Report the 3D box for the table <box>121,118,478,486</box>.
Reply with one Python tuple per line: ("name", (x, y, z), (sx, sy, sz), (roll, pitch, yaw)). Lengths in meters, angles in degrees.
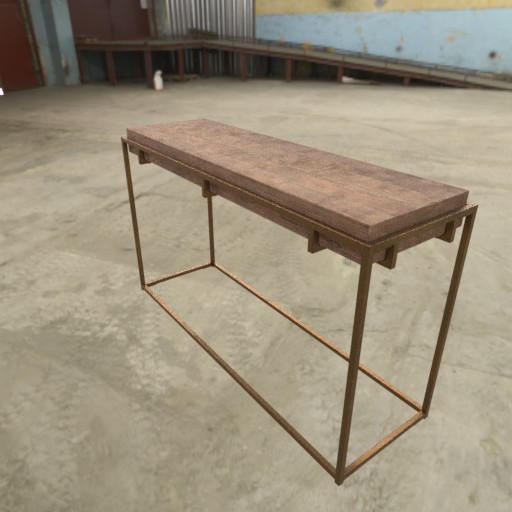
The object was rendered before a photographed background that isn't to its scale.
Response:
("table", (0.000, 0.000, 1.736), (0.440, 0.820, 1.400), (-19, 32, -32))
